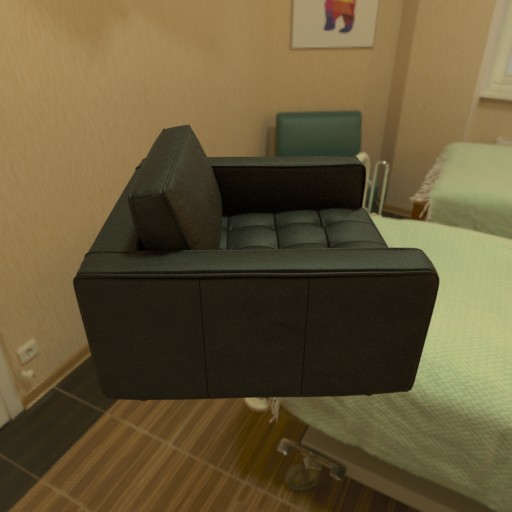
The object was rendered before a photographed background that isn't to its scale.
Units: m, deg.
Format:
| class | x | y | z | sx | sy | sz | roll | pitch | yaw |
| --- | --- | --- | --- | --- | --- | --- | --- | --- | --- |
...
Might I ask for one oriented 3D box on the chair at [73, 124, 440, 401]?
| class | x | y | z | sx | sy | sz | roll | pitch | yaw |
| --- | --- | --- | --- | --- | --- | --- | --- | --- | --- |
| chair | 0.000 | 0.000 | 1.531 | 0.914 | 0.763 | 0.889 | -1 | 31 | -1 |
